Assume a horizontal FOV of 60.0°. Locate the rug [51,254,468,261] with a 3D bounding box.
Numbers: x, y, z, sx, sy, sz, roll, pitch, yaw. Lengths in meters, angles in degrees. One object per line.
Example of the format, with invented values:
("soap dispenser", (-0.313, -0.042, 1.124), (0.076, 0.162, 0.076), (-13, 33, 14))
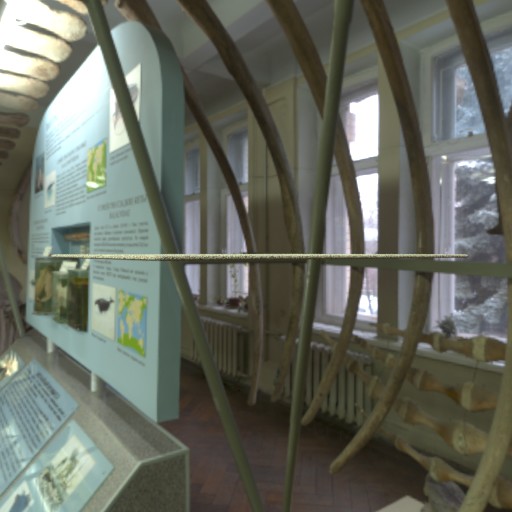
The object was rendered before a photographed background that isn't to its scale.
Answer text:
("rug", (0.000, 0.000, 4.128), (3.047, 0.029, 2.438), (0, 0, -36))
